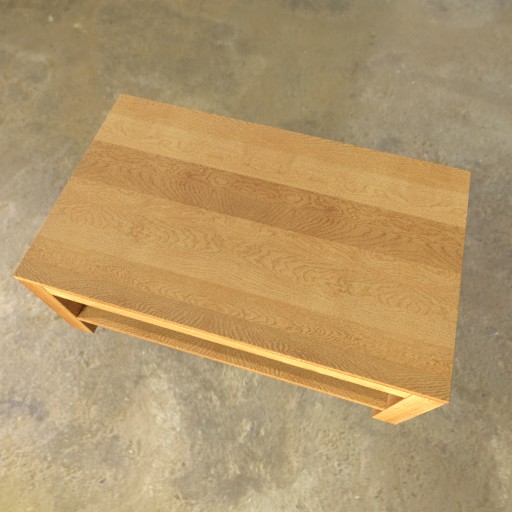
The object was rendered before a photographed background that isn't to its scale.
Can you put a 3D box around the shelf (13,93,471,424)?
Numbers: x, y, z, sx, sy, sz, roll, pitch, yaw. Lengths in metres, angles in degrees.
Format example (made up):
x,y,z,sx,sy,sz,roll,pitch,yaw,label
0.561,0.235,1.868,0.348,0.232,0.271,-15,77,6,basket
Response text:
x,y,z,sx,sy,sz,roll,pitch,yaw,label
0.000,0.000,1.461,1.150,0.450,0.700,15,64,7,shelf
